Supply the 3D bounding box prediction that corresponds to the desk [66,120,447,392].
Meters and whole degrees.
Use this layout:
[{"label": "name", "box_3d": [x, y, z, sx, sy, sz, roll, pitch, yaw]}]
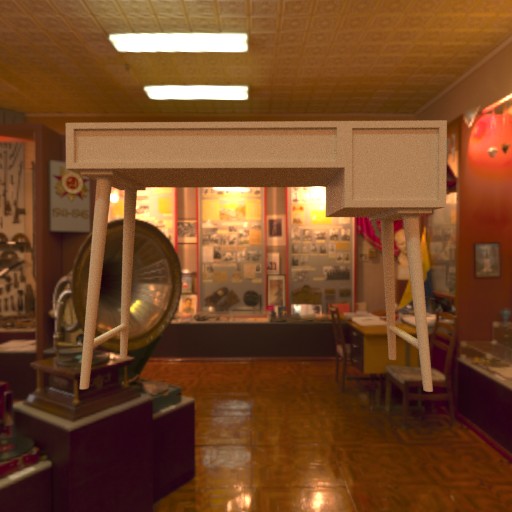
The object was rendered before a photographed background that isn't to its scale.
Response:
[{"label": "desk", "box_3d": [0.000, 0.000, 1.453, 1.069, 0.761, 0.409, 0, 1, 1]}]
